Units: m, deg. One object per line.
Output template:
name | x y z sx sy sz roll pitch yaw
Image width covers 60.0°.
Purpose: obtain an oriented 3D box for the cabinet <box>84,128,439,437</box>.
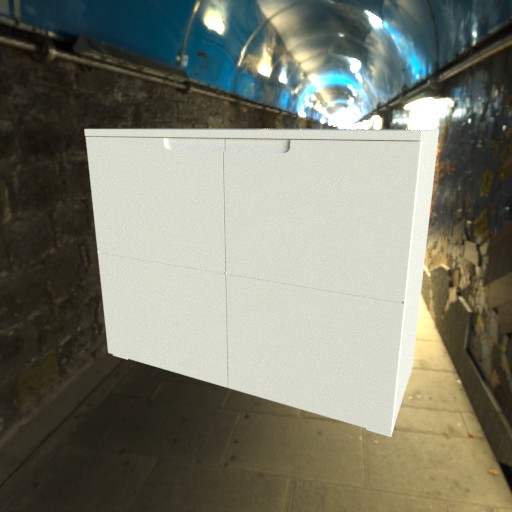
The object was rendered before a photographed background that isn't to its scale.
cabinet | 0.000 0.000 1.453 1.000 0.800 0.400 8 18 25
